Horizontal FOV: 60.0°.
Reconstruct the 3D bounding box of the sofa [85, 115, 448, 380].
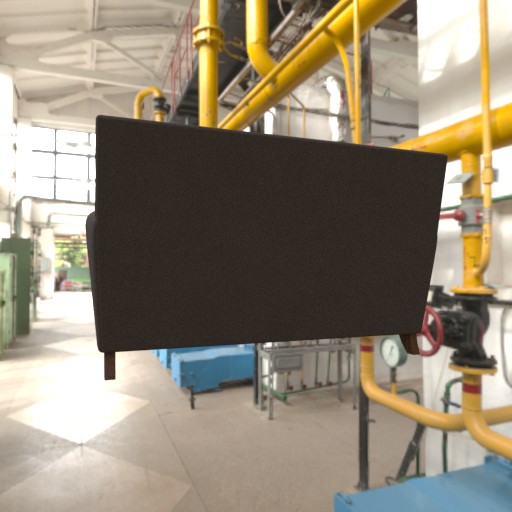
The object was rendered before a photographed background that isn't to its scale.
[{"bbox_3d":[0.000,0.000,1.962,1.420,0.846,0.871,1,-2,-20],"label":"sofa"}]
